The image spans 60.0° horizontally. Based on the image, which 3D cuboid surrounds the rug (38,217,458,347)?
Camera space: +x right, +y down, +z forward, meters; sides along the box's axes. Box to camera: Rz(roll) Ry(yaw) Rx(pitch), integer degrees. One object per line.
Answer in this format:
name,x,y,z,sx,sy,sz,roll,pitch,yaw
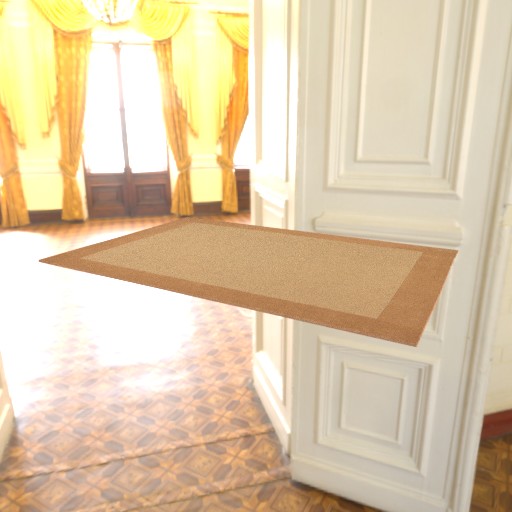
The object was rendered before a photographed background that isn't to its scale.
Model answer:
rug,0.000,0.000,2.313,1.829,0.014,1.219,9,19,28
